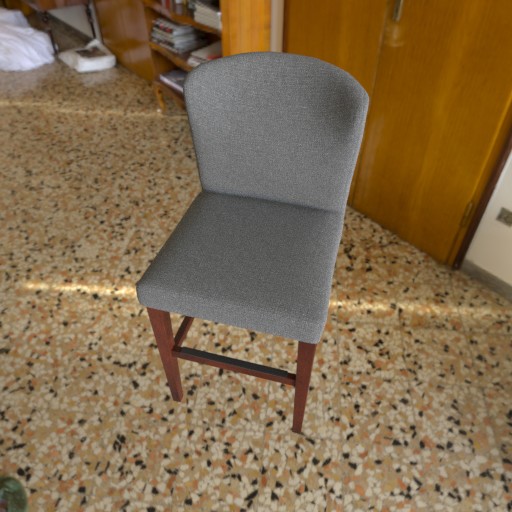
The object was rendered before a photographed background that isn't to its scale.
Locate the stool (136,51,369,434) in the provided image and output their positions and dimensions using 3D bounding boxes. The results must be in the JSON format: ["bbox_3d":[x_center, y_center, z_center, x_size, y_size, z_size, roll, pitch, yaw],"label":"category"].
[{"bbox_3d":[0.000,0.000,1.294,0.479,0.968,0.568,11,44,11],"label":"stool"}]
